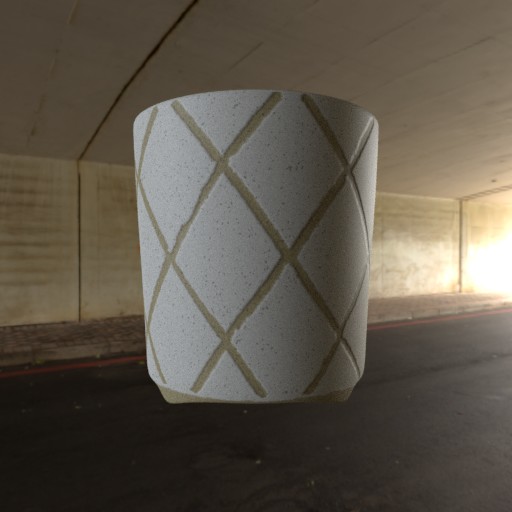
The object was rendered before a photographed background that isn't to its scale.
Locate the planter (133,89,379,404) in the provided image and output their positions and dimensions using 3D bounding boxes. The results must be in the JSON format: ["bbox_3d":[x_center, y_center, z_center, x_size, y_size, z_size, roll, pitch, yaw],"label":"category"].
[{"bbox_3d":[0.000,0.000,0.358,0.191,0.199,0.191,0,0,0],"label":"planter"}]
